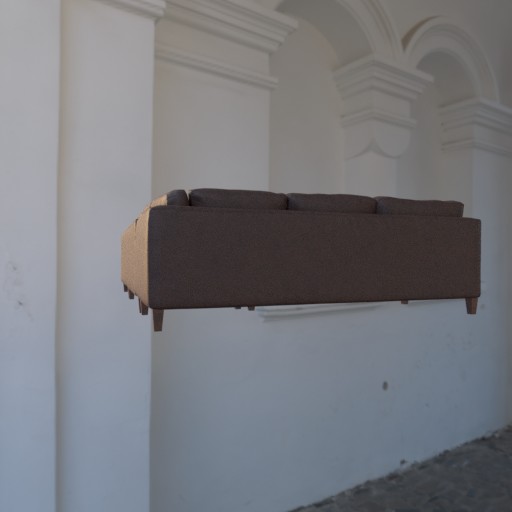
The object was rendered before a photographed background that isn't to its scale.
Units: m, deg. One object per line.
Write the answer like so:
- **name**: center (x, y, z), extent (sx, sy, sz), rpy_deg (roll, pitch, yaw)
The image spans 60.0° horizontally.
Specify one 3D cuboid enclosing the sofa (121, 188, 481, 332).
- **sofa**: center (0.000, 0.000, 4.646), extent (2.593, 0.923, 3.460), rpy_deg (0, 0, -19)
